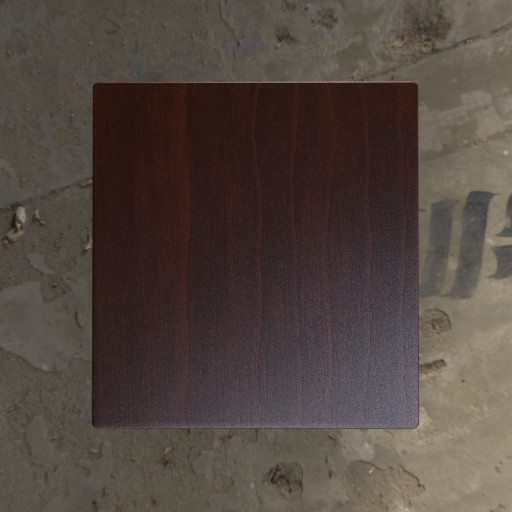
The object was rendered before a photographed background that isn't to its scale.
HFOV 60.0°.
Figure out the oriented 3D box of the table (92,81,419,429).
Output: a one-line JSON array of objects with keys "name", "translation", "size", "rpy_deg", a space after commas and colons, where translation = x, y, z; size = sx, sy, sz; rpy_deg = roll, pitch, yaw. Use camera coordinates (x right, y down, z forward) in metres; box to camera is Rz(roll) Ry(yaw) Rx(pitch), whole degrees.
[{"name": "table", "translation": [0.000, 0.000, 0.958], "size": [0.500, 0.567, 0.533], "rpy_deg": [0, 90, 0]}]
